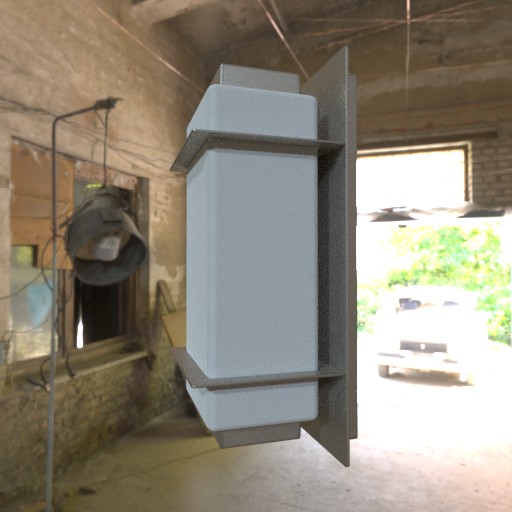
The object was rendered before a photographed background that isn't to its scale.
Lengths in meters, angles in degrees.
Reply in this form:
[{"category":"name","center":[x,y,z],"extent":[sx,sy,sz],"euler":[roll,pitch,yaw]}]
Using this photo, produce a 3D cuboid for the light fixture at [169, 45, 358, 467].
[{"category":"light fixture","center":[0.000,0.000,0.460],"extent":[0.160,0.380,0.168],"euler":[0,-1,-17]}]
